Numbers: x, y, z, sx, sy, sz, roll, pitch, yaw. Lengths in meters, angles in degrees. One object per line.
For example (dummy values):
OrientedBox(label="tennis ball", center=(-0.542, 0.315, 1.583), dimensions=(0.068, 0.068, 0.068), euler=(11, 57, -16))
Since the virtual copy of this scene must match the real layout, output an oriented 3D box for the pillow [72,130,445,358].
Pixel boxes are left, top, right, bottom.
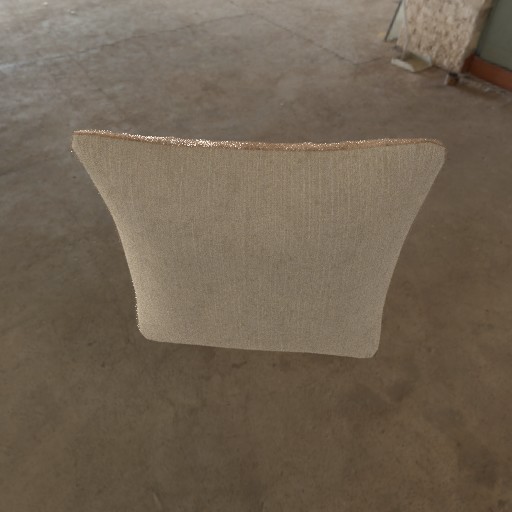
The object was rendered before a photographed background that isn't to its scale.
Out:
OrientedBox(label="pillow", center=(0.000, 0.000, 0.814), dimensions=(0.538, 0.525, 0.216), euler=(3, 45, 3))
